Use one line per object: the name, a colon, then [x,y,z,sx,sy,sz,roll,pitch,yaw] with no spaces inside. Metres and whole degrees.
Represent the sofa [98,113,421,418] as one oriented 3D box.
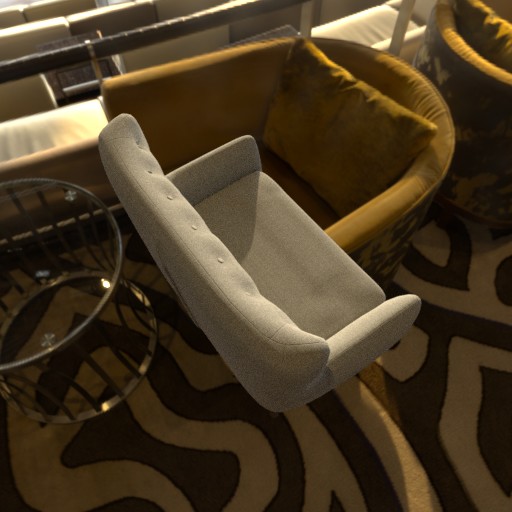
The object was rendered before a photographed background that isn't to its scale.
sofa: [0.000,0.000,2.108,0.884,1.028,1.386,-31,63,-19]
